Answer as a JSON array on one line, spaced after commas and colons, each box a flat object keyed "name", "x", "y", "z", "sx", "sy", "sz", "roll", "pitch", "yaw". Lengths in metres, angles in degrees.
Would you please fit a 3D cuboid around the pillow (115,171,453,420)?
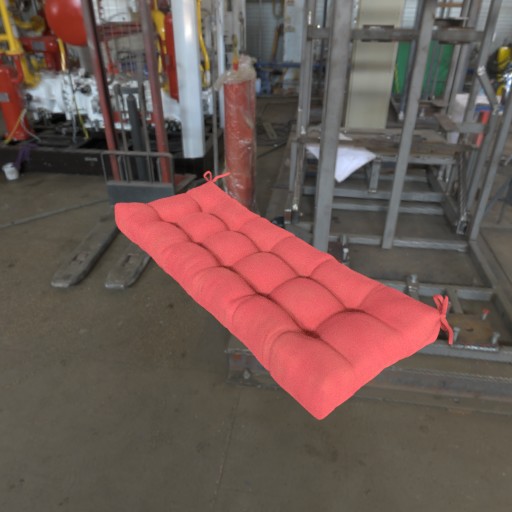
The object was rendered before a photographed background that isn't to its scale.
[{"name": "pillow", "x": 0.000, "y": 0.000, "z": 1.415, "sx": 0.511, "sy": 0.174, "sz": 1.194, "roll": -21, "pitch": 37, "yaw": -31}]
